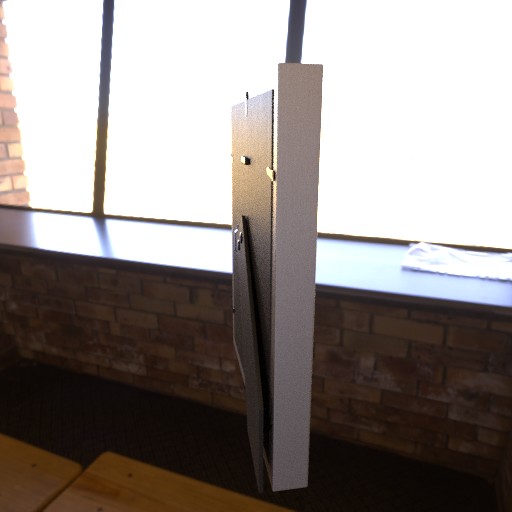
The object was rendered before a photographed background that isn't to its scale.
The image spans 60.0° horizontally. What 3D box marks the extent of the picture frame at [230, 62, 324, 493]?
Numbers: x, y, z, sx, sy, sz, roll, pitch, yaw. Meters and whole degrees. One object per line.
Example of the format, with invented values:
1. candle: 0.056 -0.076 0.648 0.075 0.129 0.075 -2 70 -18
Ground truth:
1. picture frame: 0.000 0.000 0.388 0.036 0.282 0.233 -3 16 -9
